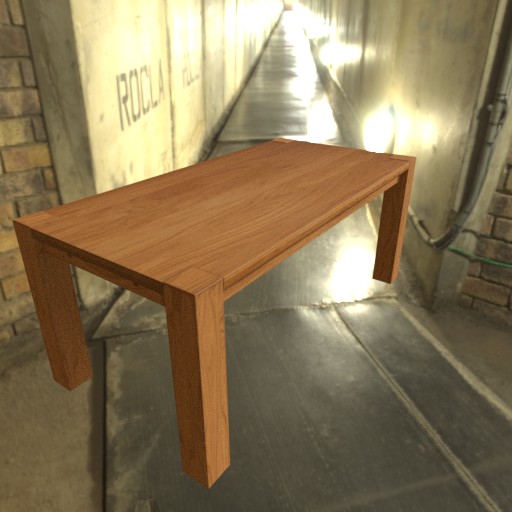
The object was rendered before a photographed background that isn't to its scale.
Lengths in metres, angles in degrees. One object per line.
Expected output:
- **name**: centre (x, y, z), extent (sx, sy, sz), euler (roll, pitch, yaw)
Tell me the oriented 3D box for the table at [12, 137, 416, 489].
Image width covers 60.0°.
- **table**: centre (0.000, 0.000, 2.205), extent (0.900, 0.760, 1.800), euler (18, 31, 31)
